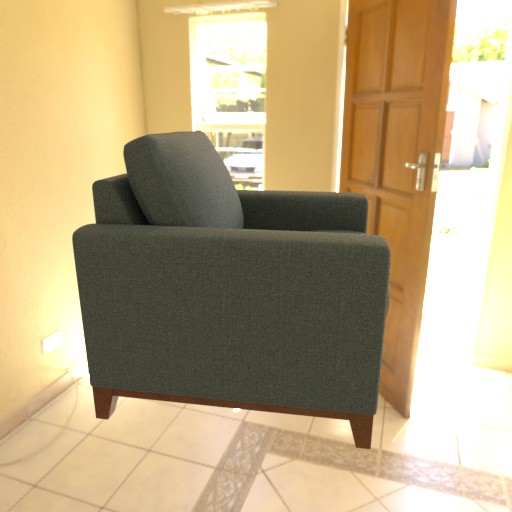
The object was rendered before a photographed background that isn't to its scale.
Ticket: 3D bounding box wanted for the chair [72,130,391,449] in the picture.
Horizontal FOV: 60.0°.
[{"bbox_3d":[0.000,0.000,1.871,1.038,1.010,1.024,3,17,9],"label":"chair"}]
